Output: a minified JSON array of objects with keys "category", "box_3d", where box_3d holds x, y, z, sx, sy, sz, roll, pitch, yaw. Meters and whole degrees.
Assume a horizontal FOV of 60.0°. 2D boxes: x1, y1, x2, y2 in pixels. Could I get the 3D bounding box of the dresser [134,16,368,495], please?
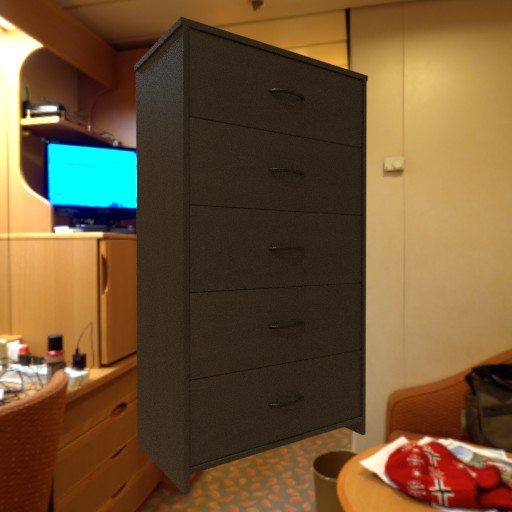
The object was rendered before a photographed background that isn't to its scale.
[{"category":"dresser","box_3d":[0.000,0.000,1.502,0.704,1.255,0.399,-1,1,-34]}]
